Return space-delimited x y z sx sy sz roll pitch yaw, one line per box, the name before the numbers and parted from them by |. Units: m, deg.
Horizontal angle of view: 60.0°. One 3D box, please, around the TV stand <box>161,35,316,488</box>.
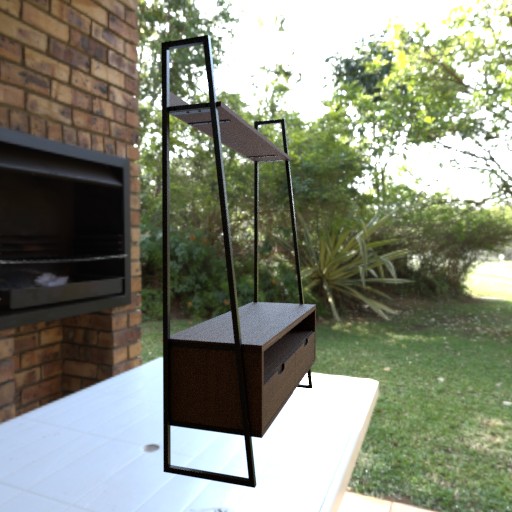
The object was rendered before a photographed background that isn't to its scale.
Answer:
TV stand | 0.000 0.000 2.356 0.432 1.772 1.250 1 2 18
